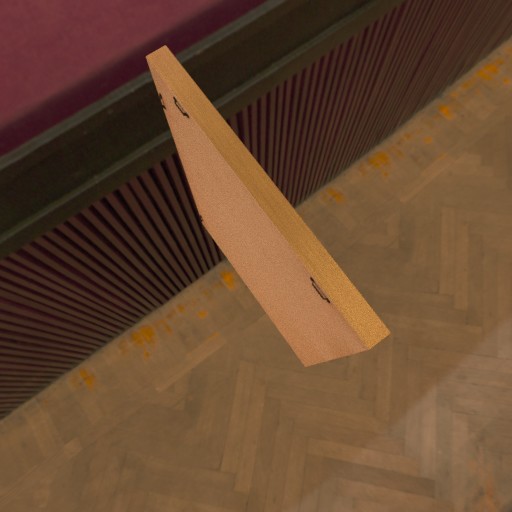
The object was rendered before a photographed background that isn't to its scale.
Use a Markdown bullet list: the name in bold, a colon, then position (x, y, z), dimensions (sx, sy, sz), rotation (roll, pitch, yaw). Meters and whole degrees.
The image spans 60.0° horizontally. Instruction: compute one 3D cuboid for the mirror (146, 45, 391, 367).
- **mirror**: position (0.000, 0.000, 0.925), dimensions (0.039, 0.710, 0.507), rotation (-34, 77, -9)
